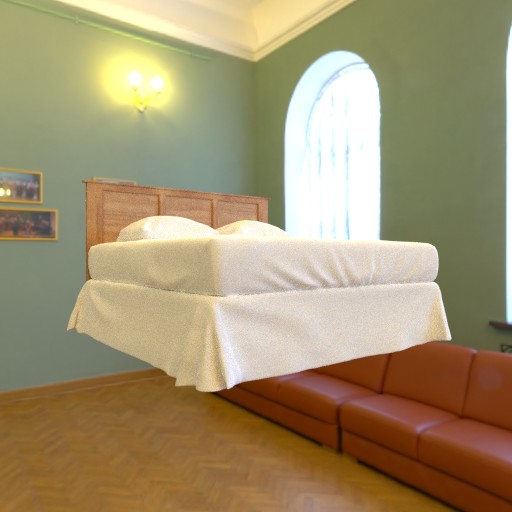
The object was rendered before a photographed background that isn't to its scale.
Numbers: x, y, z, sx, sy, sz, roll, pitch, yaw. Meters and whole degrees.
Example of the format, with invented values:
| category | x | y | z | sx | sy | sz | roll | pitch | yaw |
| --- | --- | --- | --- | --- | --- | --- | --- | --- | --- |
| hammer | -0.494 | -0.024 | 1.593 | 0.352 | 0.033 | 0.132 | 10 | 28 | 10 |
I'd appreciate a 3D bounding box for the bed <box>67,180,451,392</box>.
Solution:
| category | x | y | z | sx | sy | sz | roll | pitch | yaw |
| --- | --- | --- | --- | --- | --- | --- | --- | --- | --- |
| bed | 0.000 | 0.000 | 3.501 | 2.317 | 1.270 | 2.215 | 0 | 0 | -37 |
